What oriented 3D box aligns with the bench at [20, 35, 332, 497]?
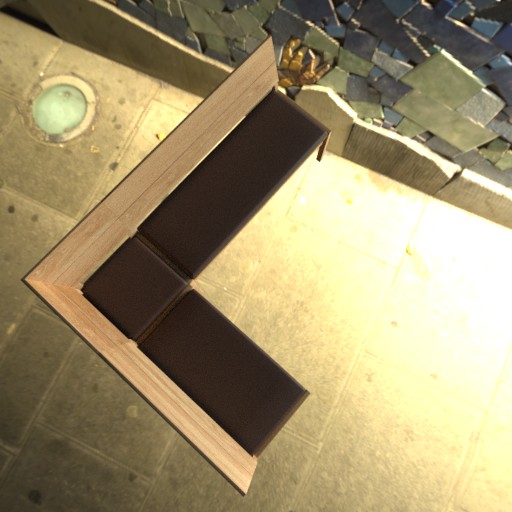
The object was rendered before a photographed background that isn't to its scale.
[{"bbox_3d":[0.000,0.000,2.759,1.549,0.890,1.975,40,80,8],"label":"bench"}]
